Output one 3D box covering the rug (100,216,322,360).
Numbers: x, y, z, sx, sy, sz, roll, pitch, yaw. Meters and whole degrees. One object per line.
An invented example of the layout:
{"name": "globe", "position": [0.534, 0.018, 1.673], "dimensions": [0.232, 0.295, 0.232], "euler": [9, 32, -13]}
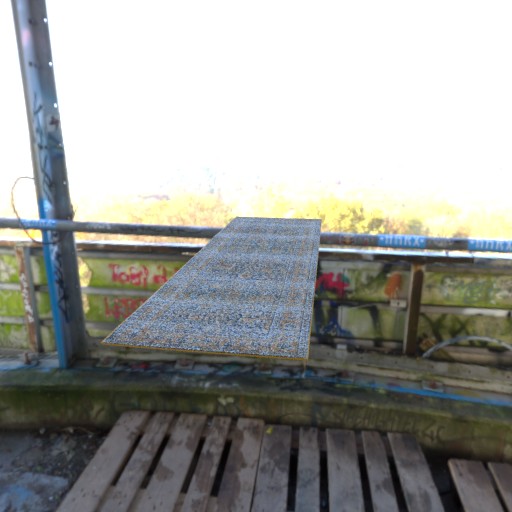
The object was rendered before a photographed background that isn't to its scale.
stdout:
{"name": "rug", "position": [0.000, 0.000, 2.542], "dimensions": [0.704, 0.014, 2.294], "euler": [3, 16, 9]}
